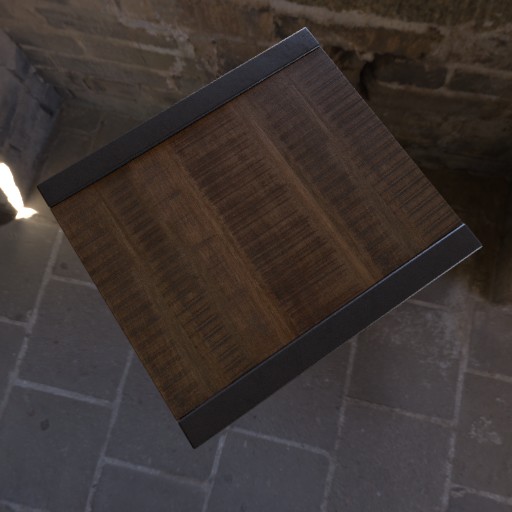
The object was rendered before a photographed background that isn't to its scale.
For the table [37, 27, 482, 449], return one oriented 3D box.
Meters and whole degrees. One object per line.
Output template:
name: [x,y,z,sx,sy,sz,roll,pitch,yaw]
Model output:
table: [0.000,0.000,0.924,0.500,0.550,0.449,-33,79,-7]
